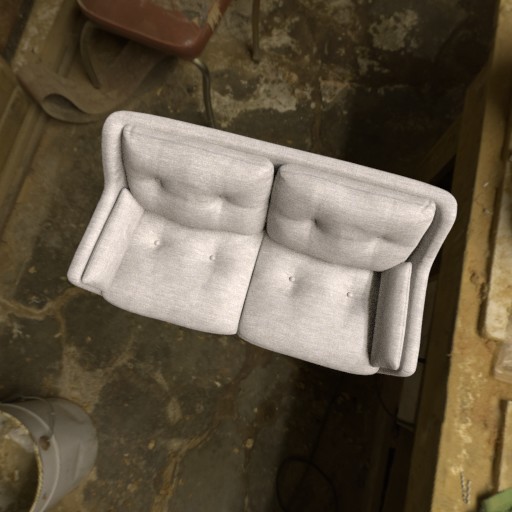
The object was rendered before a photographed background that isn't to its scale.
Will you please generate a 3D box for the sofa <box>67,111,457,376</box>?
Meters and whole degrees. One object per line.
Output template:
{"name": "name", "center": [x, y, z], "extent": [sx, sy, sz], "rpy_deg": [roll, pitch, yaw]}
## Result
{"name": "sofa", "center": [0.000, 0.000, 2.539], "extent": [1.930, 0.897, 0.976], "rpy_deg": [15, 76, 4]}
